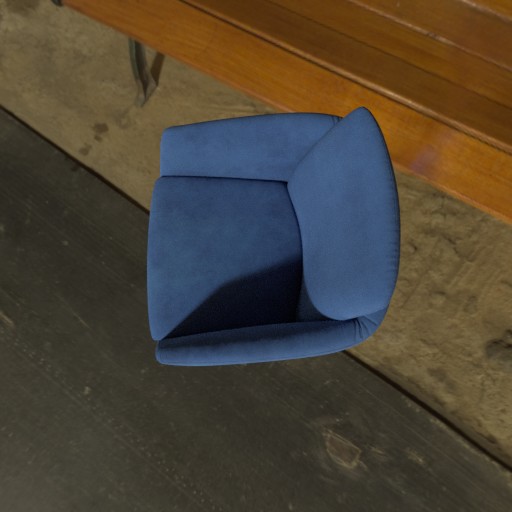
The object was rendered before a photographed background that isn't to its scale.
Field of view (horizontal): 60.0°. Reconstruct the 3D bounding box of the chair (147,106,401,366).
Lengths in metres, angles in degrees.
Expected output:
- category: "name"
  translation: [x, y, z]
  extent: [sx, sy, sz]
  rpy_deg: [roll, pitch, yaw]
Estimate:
- category: "chair"
  translation: [0.000, 0.000, 1.339]
  extent: [0.635, 0.908, 0.641]
  rpy_deg: [-2, 75, -1]
